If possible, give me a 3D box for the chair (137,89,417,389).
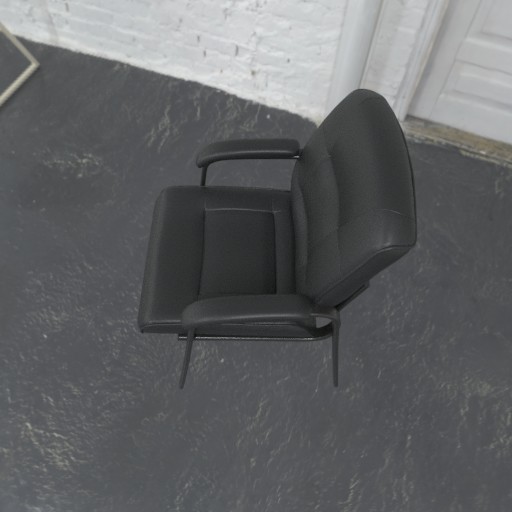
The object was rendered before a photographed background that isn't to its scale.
[{"bbox_3d":[0.000,0.000,1.331,0.668,0.910,0.591,0,59,0],"label":"chair"}]
